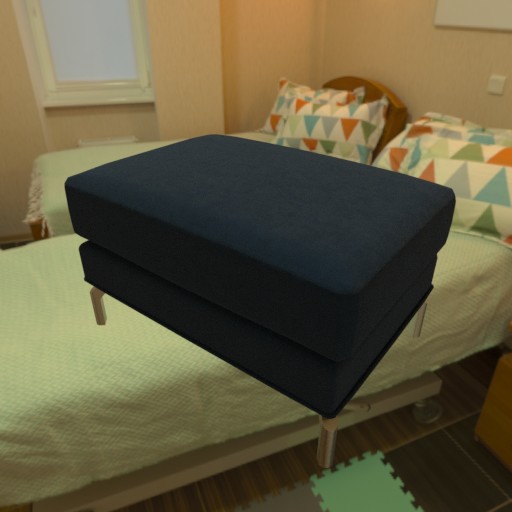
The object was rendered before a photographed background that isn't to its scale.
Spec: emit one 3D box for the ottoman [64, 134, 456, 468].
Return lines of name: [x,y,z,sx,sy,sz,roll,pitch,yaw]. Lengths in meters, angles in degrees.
ottoman: [0.000,0.000,1.212,0.835,0.498,0.587,21,36,32]
